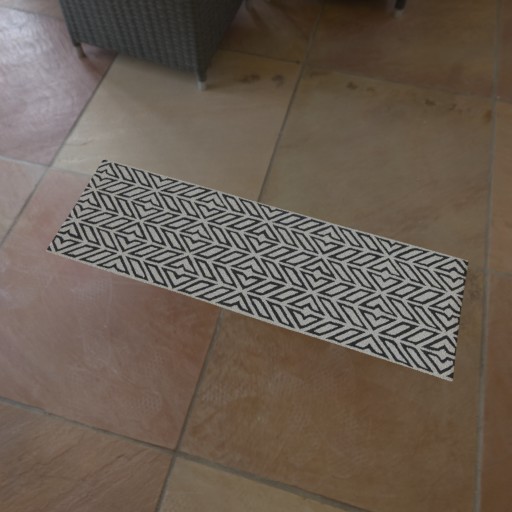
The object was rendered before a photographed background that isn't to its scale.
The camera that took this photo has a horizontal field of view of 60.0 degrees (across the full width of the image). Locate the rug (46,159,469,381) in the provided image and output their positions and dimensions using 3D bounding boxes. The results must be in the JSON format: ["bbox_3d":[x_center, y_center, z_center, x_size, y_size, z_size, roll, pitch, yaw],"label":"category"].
[{"bbox_3d":[0.000,0.000,2.670,2.435,0.009,0.750,17,64,8],"label":"rug"}]
